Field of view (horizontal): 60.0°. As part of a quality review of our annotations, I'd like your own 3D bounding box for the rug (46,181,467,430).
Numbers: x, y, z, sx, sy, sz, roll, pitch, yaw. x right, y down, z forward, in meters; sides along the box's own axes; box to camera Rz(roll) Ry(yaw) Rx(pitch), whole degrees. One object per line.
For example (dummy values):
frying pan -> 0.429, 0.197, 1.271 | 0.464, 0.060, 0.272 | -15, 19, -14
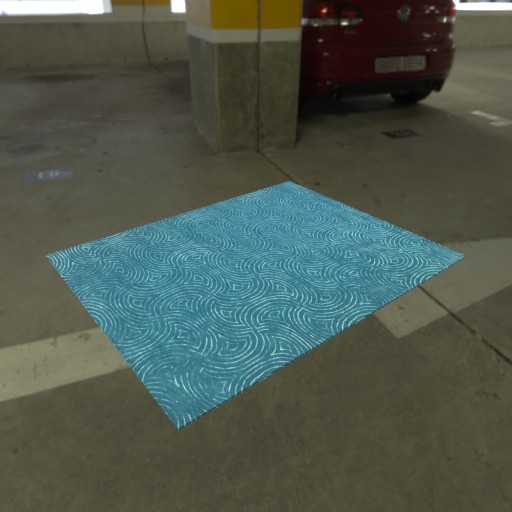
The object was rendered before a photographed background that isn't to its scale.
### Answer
rug -> 0.000, 0.000, 4.093 | 3.033, 0.012, 2.432 | -22, 37, -32
